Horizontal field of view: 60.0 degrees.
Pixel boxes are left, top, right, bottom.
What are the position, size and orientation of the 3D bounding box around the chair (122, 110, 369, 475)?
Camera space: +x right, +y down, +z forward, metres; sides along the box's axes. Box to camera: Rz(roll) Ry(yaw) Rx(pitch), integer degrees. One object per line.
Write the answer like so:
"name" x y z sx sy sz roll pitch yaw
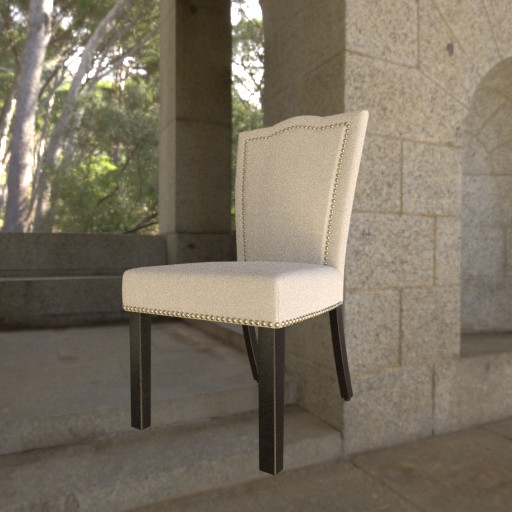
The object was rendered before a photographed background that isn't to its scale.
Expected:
"chair" 0.000 0.000 1.312 0.518 0.946 0.589 1 1 34
